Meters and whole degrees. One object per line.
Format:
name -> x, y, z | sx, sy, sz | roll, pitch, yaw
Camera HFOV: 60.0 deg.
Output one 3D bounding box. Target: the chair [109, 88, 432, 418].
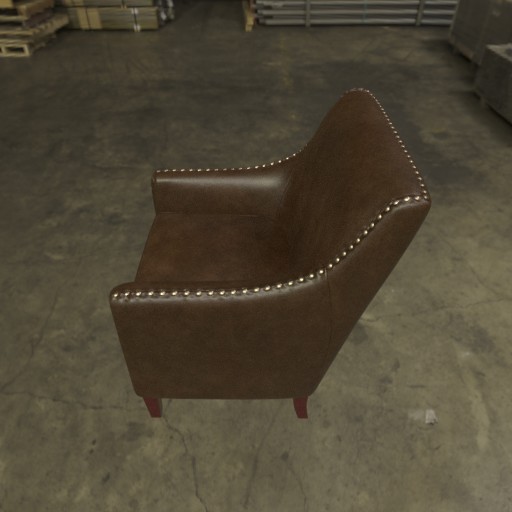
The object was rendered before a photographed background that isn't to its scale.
chair -> 0.000, 0.000, 1.327 | 0.704, 0.813, 0.639 | 0, 40, 0
